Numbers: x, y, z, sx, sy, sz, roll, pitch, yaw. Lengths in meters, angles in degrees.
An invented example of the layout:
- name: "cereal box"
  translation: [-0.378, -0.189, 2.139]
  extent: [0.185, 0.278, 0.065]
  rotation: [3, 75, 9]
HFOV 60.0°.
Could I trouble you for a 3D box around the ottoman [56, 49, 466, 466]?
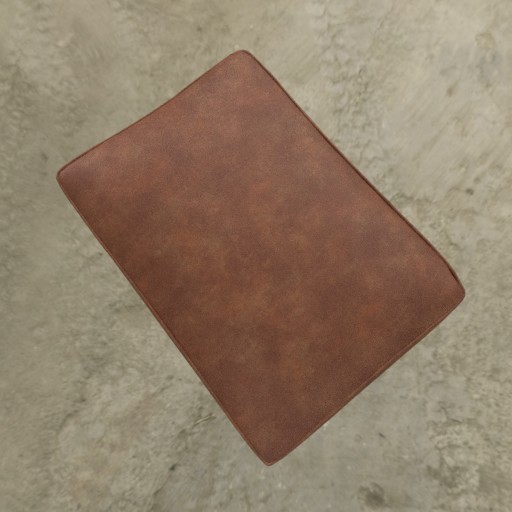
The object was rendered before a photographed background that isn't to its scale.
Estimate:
- name: "ottoman"
  translation: [0.000, 0.000, 0.965]
  extent: [0.501, 0.418, 0.665]
  rotation: [-37, 78, -9]
